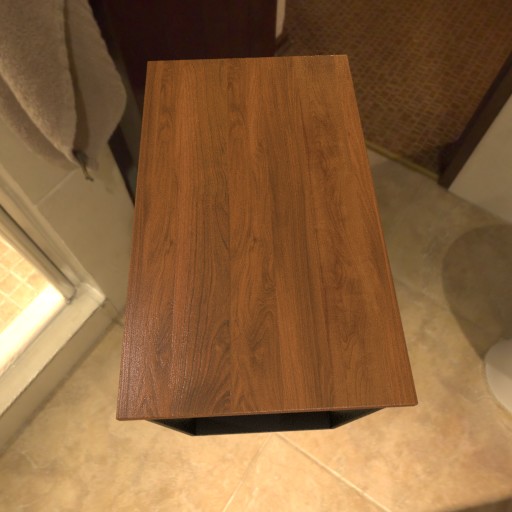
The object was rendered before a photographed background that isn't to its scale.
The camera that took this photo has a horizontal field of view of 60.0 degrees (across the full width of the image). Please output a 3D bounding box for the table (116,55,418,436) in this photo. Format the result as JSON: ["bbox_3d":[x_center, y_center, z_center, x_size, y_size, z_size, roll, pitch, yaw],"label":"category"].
[{"bbox_3d":[0.000,0.000,1.652,0.714,0.760,1.205,-2,63,-1],"label":"table"}]
